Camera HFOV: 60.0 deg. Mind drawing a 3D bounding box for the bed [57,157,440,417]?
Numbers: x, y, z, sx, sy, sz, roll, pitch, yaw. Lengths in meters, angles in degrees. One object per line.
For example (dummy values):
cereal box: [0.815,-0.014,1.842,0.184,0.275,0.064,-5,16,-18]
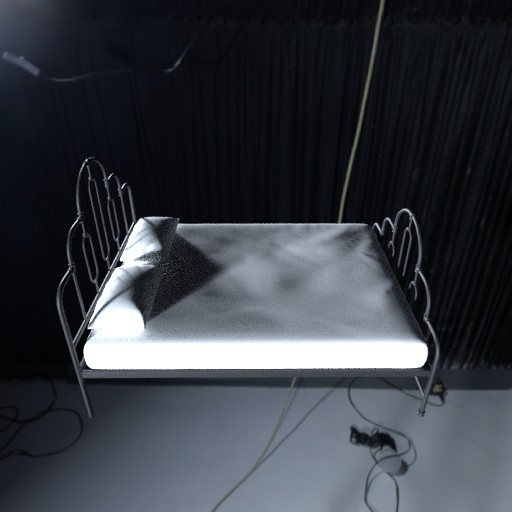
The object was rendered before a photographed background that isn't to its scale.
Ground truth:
bed: [0.000,0.000,3.169,2.163,1.429,1.640,0,31,0]
